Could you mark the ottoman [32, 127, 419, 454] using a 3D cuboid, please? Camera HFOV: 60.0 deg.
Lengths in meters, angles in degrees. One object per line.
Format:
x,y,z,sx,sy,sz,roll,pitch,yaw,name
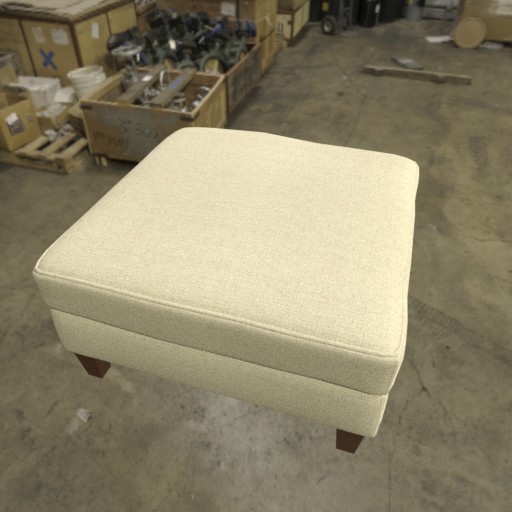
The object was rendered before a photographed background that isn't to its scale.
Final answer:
0.000,0.000,1.315,0.838,0.478,0.838,12,41,14,ottoman
